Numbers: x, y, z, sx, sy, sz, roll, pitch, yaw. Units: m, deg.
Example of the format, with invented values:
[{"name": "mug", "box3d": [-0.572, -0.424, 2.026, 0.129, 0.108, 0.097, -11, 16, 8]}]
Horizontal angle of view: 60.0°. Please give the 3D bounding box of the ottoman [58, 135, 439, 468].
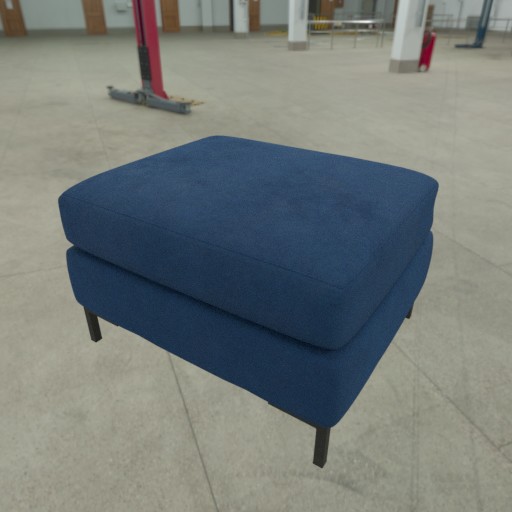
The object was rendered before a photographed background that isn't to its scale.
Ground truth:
[{"name": "ottoman", "box3d": [0.000, 0.000, 1.195, 0.794, 0.485, 0.655, 18, 35, 29]}]
